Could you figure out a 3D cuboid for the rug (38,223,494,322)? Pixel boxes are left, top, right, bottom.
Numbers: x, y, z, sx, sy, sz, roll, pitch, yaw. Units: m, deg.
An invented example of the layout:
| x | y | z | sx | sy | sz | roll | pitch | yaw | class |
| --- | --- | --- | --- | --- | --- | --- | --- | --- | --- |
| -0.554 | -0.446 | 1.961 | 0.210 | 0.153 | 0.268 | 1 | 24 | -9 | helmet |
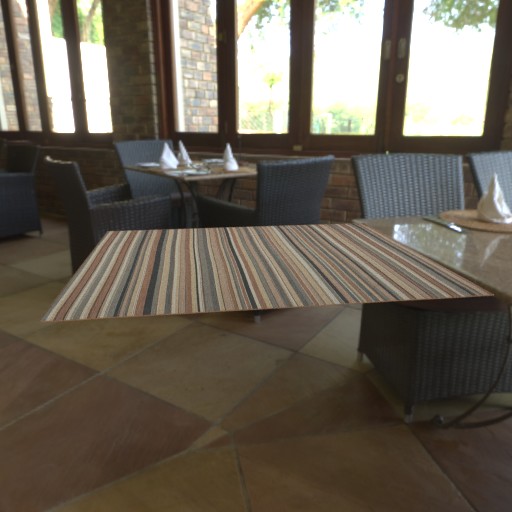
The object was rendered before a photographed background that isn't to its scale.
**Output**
| x | y | z | sx | sy | sz | roll | pitch | yaw | class |
| --- | --- | --- | --- | --- | --- | --- | --- | --- | --- |
| 0.000 | 0.000 | 4.063 | 3.045 | 0.011 | 2.436 | -2 | 17 | -8 | rug |
